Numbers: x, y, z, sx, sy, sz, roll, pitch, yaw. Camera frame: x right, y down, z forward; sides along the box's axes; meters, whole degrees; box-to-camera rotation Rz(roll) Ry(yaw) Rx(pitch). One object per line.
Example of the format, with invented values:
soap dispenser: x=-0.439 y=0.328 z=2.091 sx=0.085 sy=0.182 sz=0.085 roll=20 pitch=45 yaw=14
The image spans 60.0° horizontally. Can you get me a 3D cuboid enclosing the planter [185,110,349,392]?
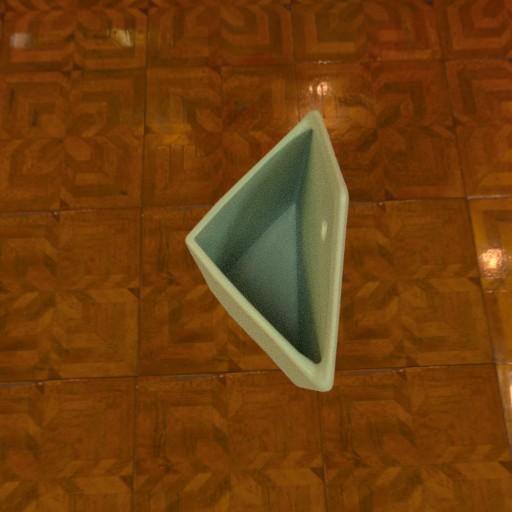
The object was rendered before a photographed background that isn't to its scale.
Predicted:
planter: x=0.000 y=0.000 z=0.281 sx=0.079 sy=0.197 sz=0.164 roll=0 pitch=75 yaw=0
